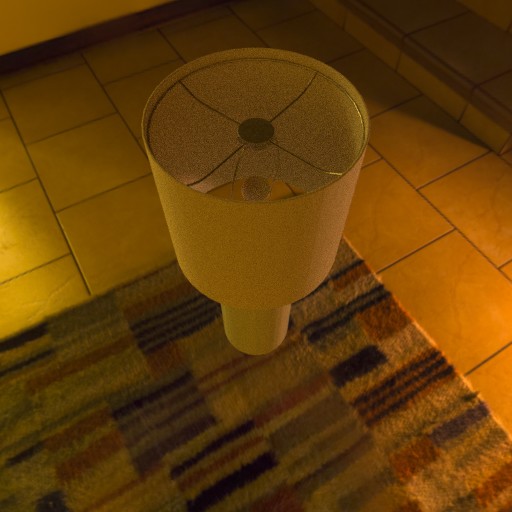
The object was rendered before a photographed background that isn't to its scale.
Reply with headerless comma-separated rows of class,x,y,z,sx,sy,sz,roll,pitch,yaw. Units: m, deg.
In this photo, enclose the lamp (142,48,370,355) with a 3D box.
lamp,0.000,0.000,0.621,0.212,0.493,0.212,35,64,20
